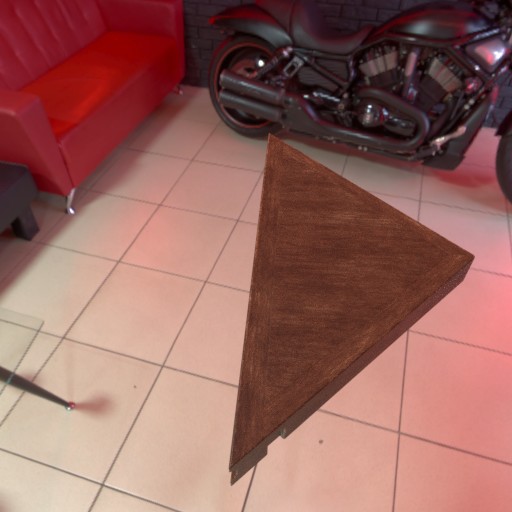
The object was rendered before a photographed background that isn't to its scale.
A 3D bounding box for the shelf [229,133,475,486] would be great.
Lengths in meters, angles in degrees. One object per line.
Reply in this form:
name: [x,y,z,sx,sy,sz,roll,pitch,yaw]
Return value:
shelf: [0.000,0.000,0.443,0.296,0.035,0.296,-31,53,-27]
